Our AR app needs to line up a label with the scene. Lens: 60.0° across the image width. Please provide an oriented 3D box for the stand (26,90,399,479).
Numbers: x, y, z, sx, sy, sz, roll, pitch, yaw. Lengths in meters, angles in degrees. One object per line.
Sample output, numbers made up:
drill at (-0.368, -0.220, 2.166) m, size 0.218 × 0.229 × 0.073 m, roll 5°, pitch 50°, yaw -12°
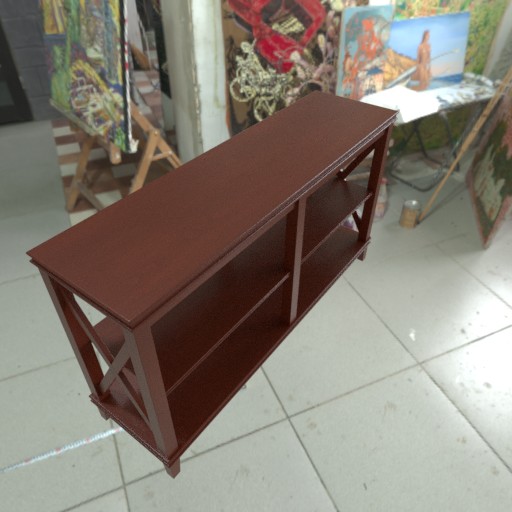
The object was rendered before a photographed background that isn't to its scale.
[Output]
stand at (0.000, 0.000, 1.661) m, size 0.381 × 0.762 × 1.372 m, roll 26°, pitch 47°, yaw 27°
